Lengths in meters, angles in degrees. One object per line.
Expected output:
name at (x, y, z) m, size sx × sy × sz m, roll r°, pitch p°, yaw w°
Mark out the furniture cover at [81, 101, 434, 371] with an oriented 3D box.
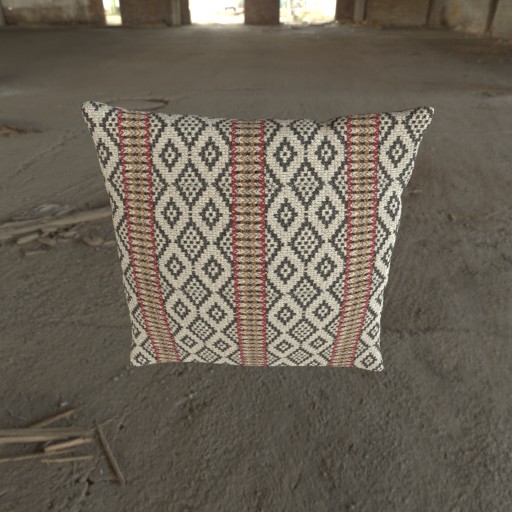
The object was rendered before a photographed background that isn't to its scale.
furniture cover at (0.000, 0.000, 0.759) m, size 0.503 × 0.506 × 0.182 m, roll 1°, pitch 30°, yaw 2°
